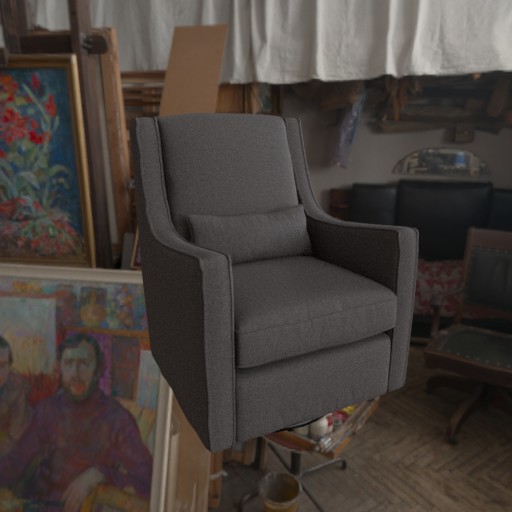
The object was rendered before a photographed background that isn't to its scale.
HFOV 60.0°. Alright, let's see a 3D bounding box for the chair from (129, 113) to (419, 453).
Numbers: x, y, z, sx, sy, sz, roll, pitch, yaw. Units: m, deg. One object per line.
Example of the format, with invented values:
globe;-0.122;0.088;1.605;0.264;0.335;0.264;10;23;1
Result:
chair;0.000;0.000;1.597;0.732;0.993;0.879;-8;19;-26
